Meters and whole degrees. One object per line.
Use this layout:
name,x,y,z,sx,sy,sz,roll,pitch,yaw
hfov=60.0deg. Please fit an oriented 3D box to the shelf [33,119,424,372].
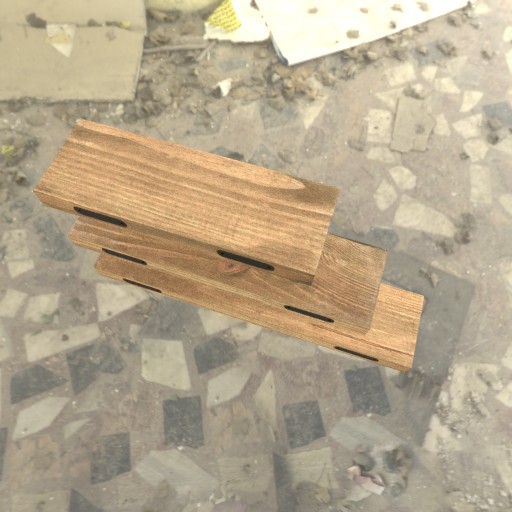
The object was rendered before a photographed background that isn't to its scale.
shelf,0.000,0.000,0.735,0.610,0.293,0.140,17,65,8
